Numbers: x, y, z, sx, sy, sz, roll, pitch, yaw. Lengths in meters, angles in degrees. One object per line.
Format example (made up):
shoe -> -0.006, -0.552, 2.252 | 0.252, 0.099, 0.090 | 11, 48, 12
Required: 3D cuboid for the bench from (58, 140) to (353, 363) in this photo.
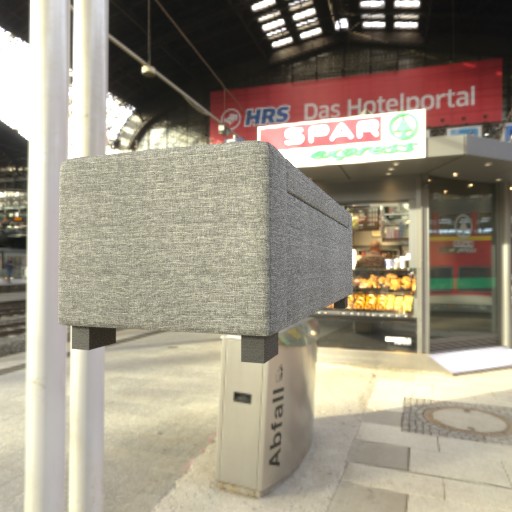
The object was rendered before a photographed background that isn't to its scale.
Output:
bench -> 0.000, 0.000, 1.525 | 0.508, 0.445, 1.296 | 0, -1, 19
